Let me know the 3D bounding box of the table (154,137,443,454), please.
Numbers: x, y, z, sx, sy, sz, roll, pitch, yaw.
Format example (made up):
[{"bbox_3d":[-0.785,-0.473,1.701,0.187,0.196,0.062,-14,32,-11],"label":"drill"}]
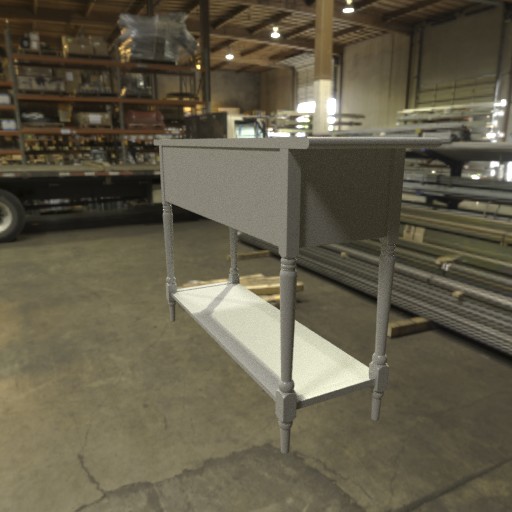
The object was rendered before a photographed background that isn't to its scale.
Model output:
[{"bbox_3d":[0.000,0.000,1.583,0.384,0.808,1.197,-7,16,-26],"label":"table"}]
